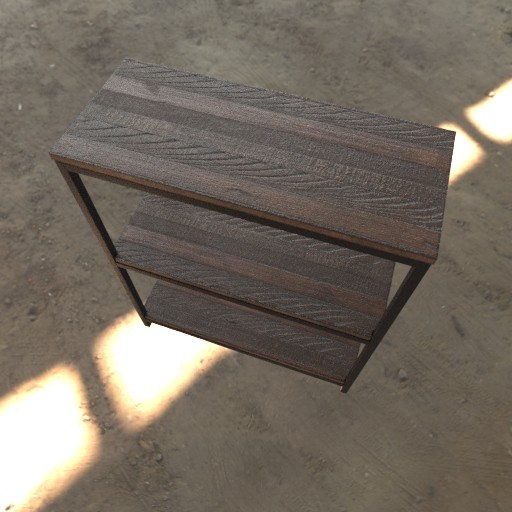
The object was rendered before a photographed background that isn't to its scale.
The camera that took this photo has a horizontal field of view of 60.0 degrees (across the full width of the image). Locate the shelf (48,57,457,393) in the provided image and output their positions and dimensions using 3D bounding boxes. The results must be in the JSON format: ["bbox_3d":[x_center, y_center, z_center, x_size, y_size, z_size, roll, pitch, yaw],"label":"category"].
[{"bbox_3d":[0.000,0.000,1.371,0.822,0.947,0.352,16,60,10],"label":"shelf"}]
